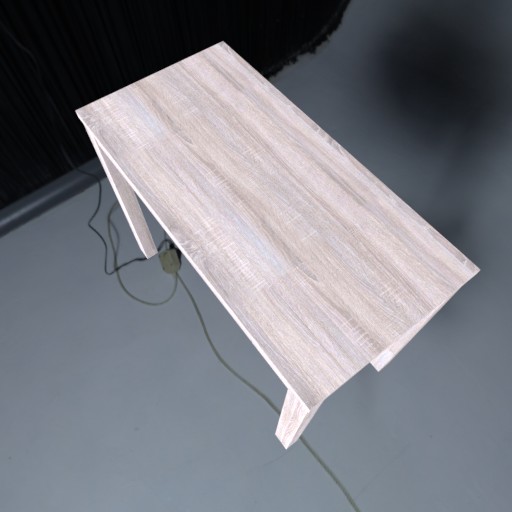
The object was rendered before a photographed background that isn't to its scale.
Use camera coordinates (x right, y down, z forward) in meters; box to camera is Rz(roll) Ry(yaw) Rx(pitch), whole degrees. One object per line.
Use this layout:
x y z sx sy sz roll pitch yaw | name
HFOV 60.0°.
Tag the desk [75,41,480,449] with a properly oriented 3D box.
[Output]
0.000 0.000 1.431 0.495 0.762 0.991 -33 66 -17 | desk
